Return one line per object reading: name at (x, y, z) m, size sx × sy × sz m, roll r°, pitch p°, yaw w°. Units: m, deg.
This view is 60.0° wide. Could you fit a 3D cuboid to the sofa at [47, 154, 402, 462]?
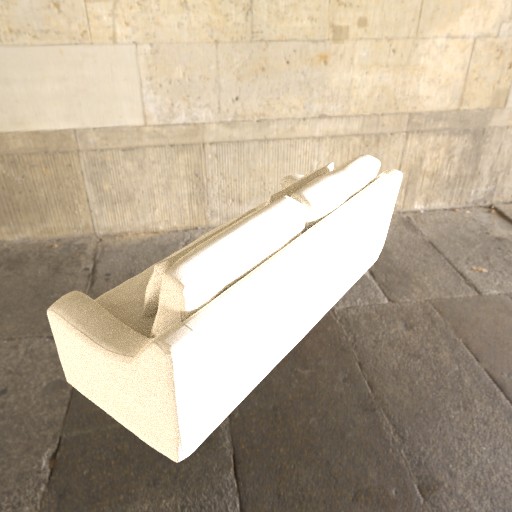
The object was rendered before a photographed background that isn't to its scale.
sofa at (0.000, 0.000, 2.976) m, size 1.009 × 1.022 × 2.470 m, roll 21°, pitch 37°, yaw 30°
